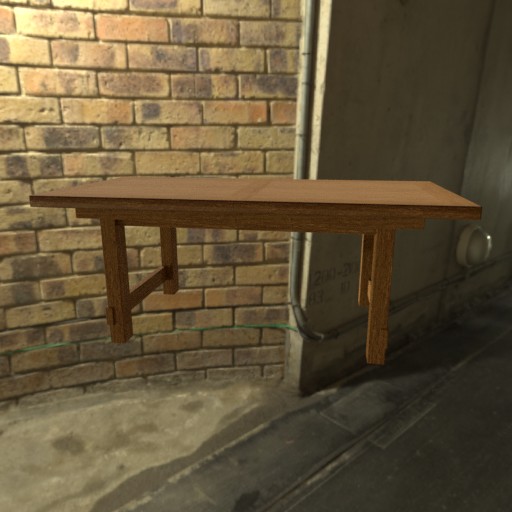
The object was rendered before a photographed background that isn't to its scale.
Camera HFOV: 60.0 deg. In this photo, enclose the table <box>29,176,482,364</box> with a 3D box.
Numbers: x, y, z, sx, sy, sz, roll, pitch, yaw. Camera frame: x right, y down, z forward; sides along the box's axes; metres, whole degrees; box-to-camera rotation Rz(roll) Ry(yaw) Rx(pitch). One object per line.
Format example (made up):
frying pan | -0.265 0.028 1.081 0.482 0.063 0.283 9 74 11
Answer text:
table | 0.000 0.000 2.478 1.982 0.762 1.000 3 15 9
